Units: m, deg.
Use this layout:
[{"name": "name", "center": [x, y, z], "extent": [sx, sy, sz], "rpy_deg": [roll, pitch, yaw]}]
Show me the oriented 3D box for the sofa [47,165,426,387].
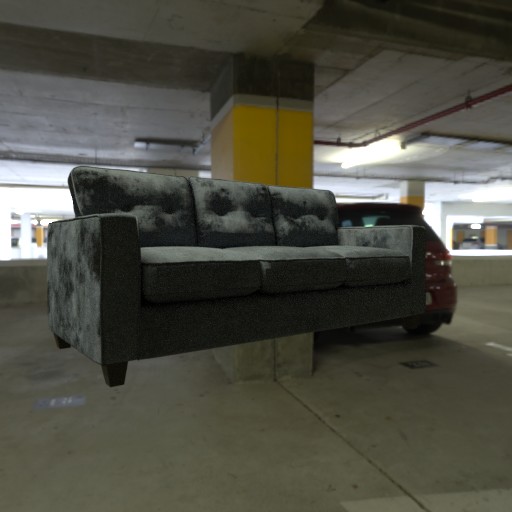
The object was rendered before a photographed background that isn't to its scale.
[{"name": "sofa", "center": [0.000, 0.000, 2.627], "extent": [2.133, 0.965, 0.939], "rpy_deg": [-1, 2, -36]}]
